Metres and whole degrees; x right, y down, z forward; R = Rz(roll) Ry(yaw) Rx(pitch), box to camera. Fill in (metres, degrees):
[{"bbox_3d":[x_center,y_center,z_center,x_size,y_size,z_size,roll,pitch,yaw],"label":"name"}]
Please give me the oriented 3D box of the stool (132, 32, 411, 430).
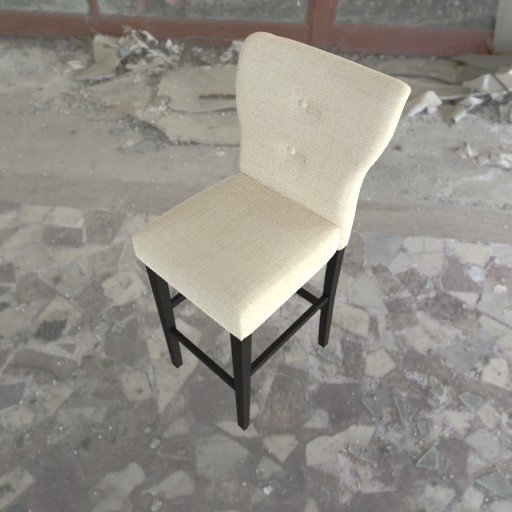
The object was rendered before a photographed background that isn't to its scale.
[{"bbox_3d":[0.000,0.000,1.432,0.516,1.124,0.603,34,55,28],"label":"stool"}]
